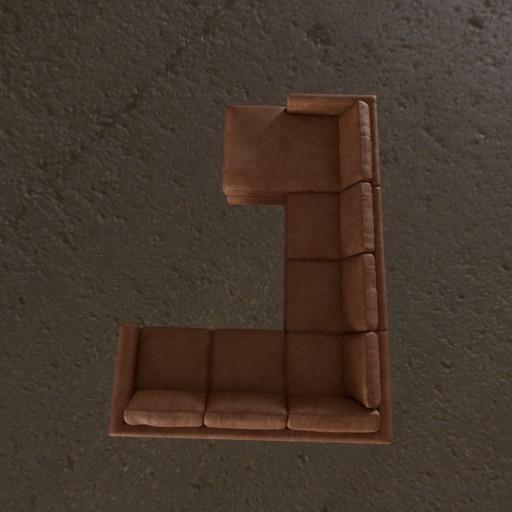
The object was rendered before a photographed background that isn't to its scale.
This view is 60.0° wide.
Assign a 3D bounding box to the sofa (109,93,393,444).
[{"bbox_3d":[0.000,0.000,4.491,2.430,0.832,3.401,1,75,0],"label":"sofa"}]
